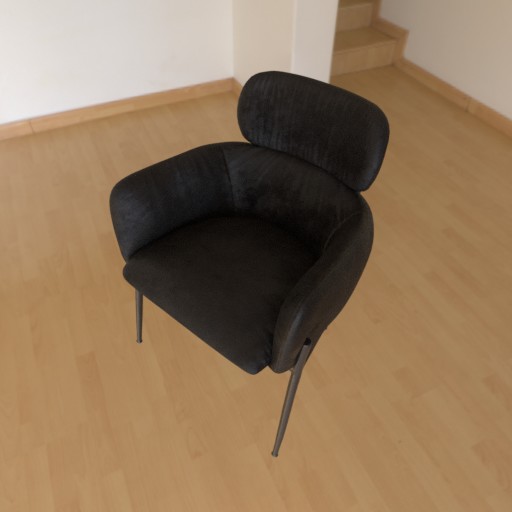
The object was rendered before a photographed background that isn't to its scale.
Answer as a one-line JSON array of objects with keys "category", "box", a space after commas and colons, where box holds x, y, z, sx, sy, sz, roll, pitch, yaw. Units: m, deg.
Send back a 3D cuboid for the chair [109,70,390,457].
[{"category": "chair", "box": [0.000, 0.000, 1.274, 0.640, 0.818, 0.604, 31, 53, 26]}]
